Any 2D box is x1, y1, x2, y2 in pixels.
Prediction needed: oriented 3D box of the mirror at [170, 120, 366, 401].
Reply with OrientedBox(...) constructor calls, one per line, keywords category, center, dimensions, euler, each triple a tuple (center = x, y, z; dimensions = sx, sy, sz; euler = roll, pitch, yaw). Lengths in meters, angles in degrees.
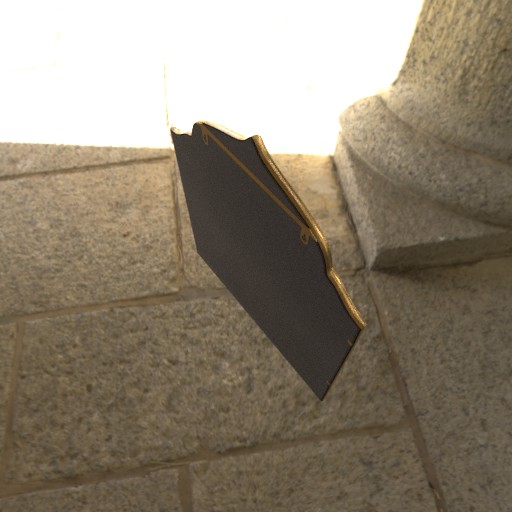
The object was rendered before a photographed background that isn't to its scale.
OrientedBox(category="mirror", center=(0.000, 0.000, 0.859), dimensions=(0.018, 0.635, 0.513), euler=(-34, 65, -18))
